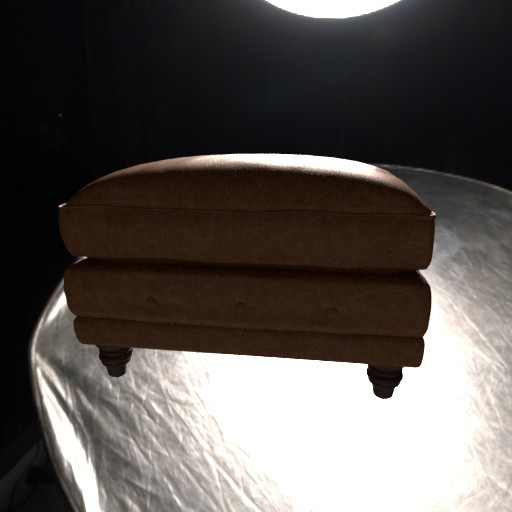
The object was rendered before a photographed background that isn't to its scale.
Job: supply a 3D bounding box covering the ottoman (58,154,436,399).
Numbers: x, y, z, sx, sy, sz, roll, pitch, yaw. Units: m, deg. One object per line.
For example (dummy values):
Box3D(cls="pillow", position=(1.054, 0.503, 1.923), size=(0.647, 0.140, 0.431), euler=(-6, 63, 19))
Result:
Box3D(cls="ottoman", position=(0.000, 0.000, 1.076), size=(0.710, 0.480, 0.533), euler=(2, 15, 8))
